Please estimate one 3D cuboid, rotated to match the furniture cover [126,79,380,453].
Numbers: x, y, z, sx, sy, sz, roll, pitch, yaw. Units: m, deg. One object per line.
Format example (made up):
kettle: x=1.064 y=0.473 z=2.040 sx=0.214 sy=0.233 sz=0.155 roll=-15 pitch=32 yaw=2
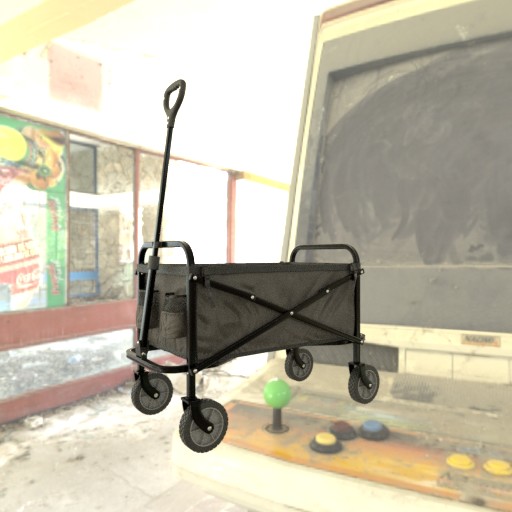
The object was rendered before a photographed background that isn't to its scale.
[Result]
furniture cover: x=0.000 y=0.000 z=1.868 sx=1.038 sy=1.295 sz=0.532 roll=0 pitch=0 yaw=-36
